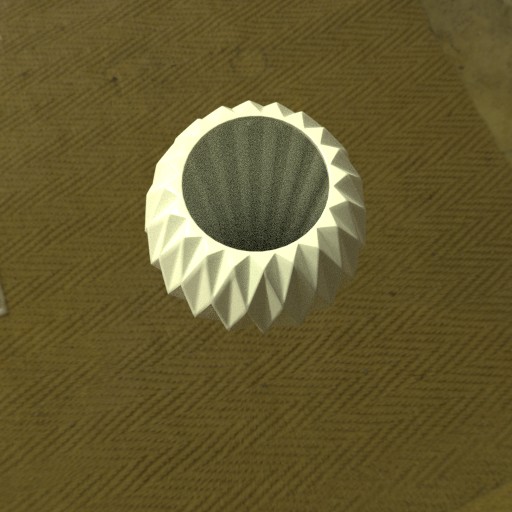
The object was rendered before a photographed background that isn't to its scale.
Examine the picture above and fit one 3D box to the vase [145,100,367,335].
[{"bbox_3d":[0.000,0.000,0.337,0.133,0.263,0.133,0,74,0],"label":"vase"}]
